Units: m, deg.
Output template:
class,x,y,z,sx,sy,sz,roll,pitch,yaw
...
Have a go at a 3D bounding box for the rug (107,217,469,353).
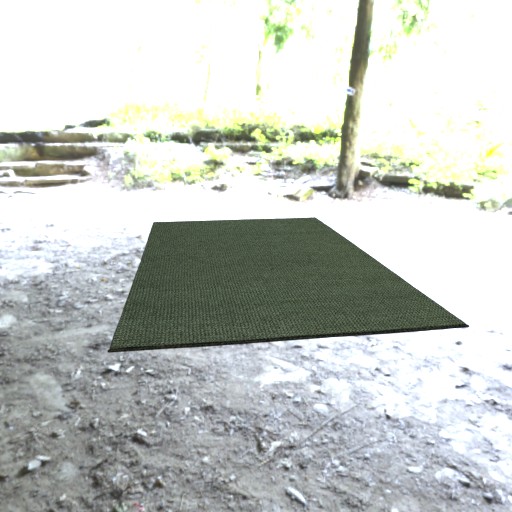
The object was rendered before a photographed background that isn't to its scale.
class,x,y,z,sx,sy,sz,roll,pitch,yaw
rug,0.000,0.000,2.989,1.538,0.021,2.443,-2,17,-8
